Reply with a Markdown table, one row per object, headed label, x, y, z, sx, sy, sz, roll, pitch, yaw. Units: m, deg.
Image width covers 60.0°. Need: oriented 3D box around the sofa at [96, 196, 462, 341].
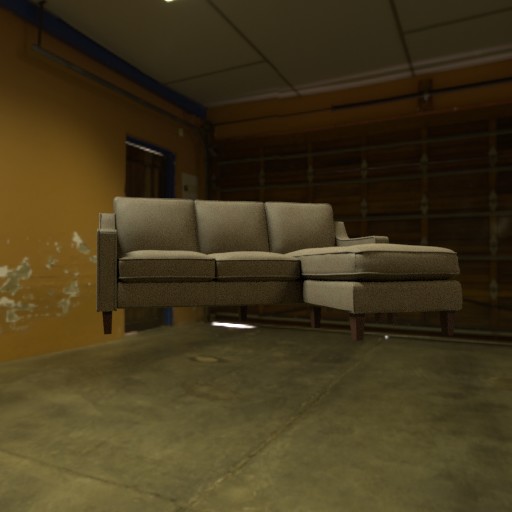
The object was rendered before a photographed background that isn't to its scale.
| label | x | y | z | sx | sy | sz | roll | pitch | yaw |
| --- | --- | --- | --- | --- | --- | --- | --- | --- | --- |
| sofa | 0.000 | 0.000 | 3.423 | 2.317 | 1.081 | 1.858 | 0 | -2 | -18 |
